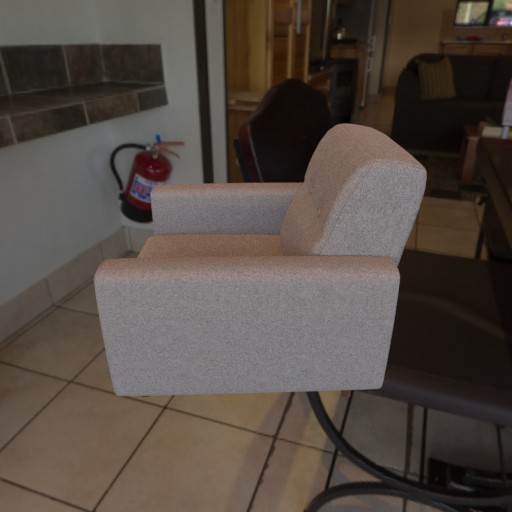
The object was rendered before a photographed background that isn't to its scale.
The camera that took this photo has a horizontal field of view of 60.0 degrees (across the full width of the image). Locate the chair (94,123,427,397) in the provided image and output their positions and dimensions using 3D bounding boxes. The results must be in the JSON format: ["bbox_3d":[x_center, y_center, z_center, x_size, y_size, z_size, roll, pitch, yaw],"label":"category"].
[{"bbox_3d":[0.000,0.000,1.579,0.907,0.839,0.831,0,26,0],"label":"chair"}]
